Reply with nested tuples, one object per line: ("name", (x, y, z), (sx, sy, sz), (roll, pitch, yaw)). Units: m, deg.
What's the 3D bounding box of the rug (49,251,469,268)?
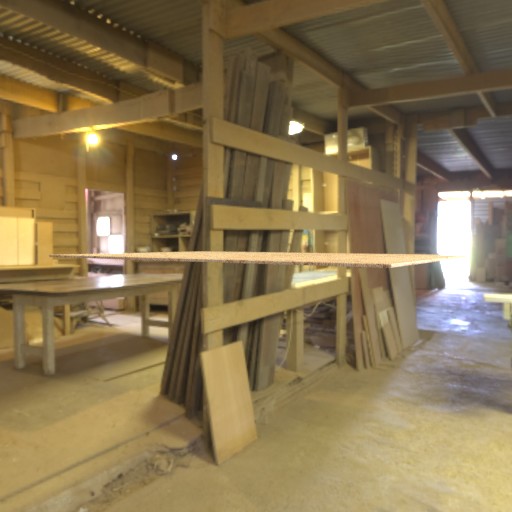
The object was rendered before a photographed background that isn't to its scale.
("rug", (0.000, 0.000, 2.905), (2.292, 0.014, 1.528), (1, 2, 35))
